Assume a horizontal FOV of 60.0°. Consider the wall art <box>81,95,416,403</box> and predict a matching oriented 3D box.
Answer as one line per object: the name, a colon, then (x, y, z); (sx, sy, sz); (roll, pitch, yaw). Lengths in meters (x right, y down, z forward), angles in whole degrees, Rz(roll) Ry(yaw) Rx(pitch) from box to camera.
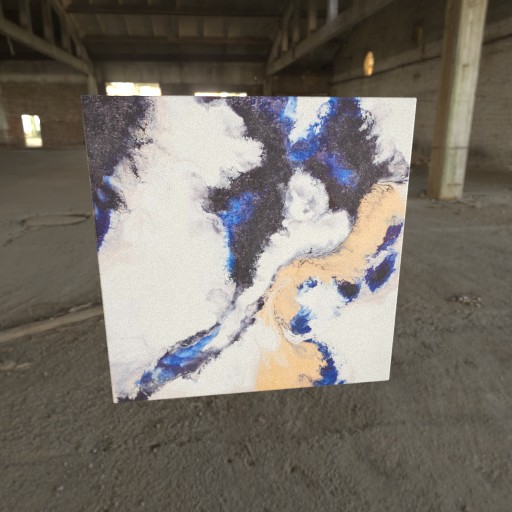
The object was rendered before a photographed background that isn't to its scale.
wall art: (0.000, 0.000, 0.899); (0.609, 0.609, 0.039); (-2, 17, -8)
